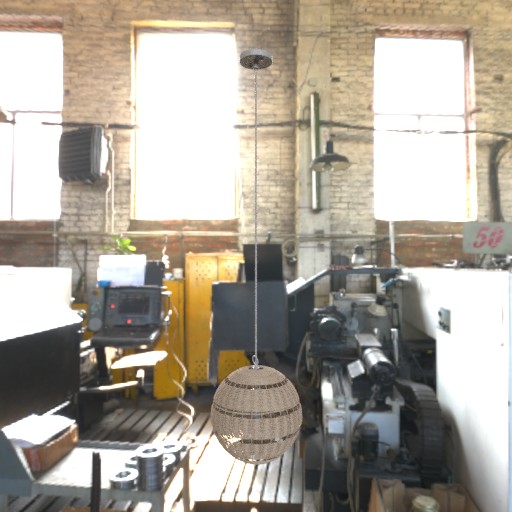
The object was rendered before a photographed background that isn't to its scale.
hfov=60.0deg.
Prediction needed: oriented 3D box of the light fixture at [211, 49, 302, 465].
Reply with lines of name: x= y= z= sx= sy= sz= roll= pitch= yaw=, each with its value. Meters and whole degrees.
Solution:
light fixture: x=0.000 y=0.000 z=2.228 sx=0.457 sy=2.019 sz=0.457 roll=1 pitch=-1 yaw=-36
